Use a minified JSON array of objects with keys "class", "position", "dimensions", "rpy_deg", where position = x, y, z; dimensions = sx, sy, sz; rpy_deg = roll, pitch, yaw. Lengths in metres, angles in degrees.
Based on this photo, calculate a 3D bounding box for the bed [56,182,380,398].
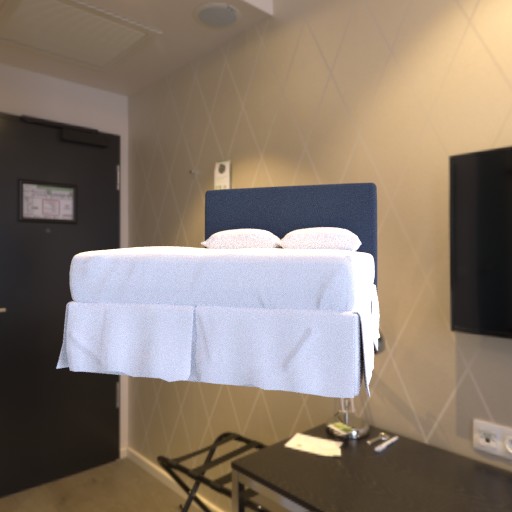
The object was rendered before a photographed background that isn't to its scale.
[{"class":"bed","position":[0.000,0.000,3.225],"dimensions":[1.713,1.330,2.162],"rpy_deg":[0,0,17]}]
